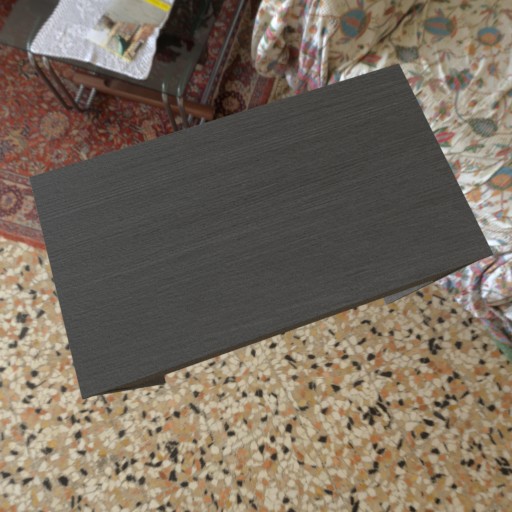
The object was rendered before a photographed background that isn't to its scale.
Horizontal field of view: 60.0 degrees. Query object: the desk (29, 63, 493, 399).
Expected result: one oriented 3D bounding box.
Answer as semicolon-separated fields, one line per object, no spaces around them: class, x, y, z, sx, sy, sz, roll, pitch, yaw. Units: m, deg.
desk;0.000;0.000;1.311;0.893;0.724;0.498;-19;77;-5
